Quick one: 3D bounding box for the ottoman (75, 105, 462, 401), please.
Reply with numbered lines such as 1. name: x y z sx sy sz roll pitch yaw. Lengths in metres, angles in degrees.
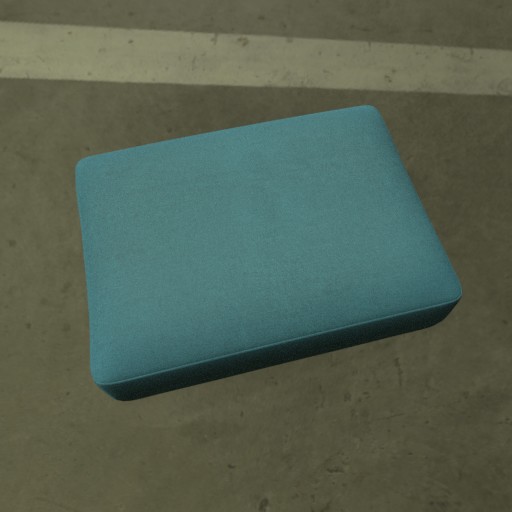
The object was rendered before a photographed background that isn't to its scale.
1. ottoman: 0.000 0.000 1.082 0.749 0.428 0.549 -12 64 -6
